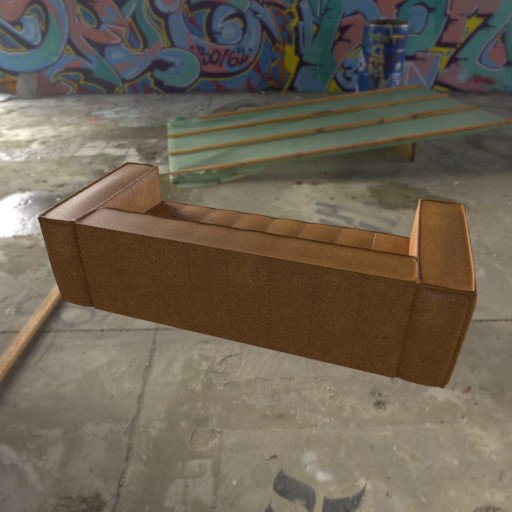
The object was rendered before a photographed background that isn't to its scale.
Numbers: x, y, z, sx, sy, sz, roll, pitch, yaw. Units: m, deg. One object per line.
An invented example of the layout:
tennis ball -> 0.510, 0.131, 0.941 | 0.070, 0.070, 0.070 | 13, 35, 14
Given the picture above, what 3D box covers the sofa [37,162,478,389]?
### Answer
sofa -> 0.000, 0.000, 2.992 | 2.581, 0.701, 1.102 | 10, 33, 16
